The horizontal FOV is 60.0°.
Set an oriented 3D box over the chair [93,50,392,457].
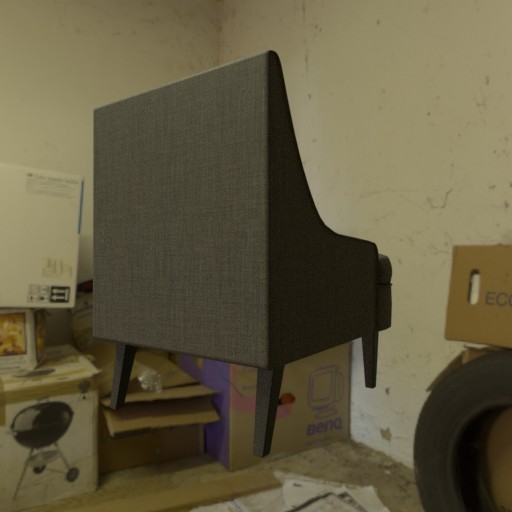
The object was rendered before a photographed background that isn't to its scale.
[{"bbox_3d":[0.000,0.000,1.419,0.655,0.891,0.771,0,0,36],"label":"chair"}]
